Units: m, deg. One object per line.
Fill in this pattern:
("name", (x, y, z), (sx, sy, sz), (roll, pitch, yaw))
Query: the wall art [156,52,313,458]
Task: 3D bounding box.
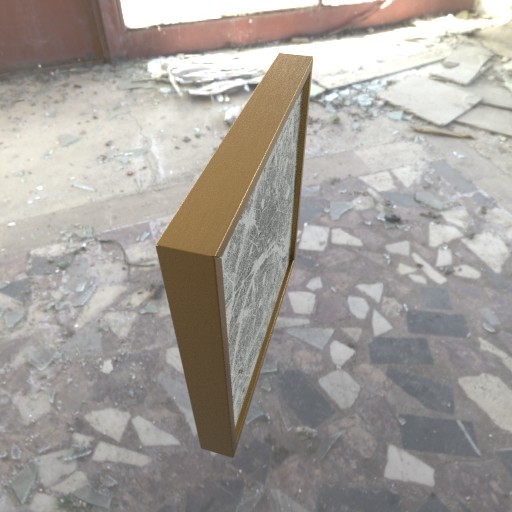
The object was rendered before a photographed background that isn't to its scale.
("wall art", (0.000, 0.000, 0.469), (0.037, 0.305, 0.305), (11, 46, 11))
